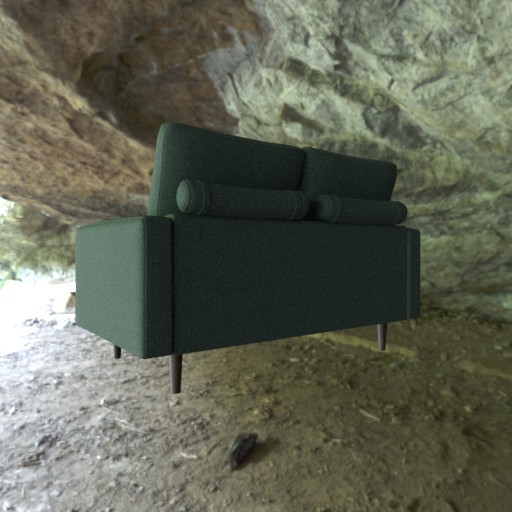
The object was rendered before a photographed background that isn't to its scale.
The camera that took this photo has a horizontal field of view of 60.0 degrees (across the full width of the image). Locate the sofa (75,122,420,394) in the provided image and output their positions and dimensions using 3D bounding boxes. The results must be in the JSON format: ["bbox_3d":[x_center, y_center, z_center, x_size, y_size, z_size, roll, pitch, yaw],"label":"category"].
[{"bbox_3d":[0.000,0.000,2.034,1.407,0.907,0.842,-1,1,-36],"label":"sofa"}]
